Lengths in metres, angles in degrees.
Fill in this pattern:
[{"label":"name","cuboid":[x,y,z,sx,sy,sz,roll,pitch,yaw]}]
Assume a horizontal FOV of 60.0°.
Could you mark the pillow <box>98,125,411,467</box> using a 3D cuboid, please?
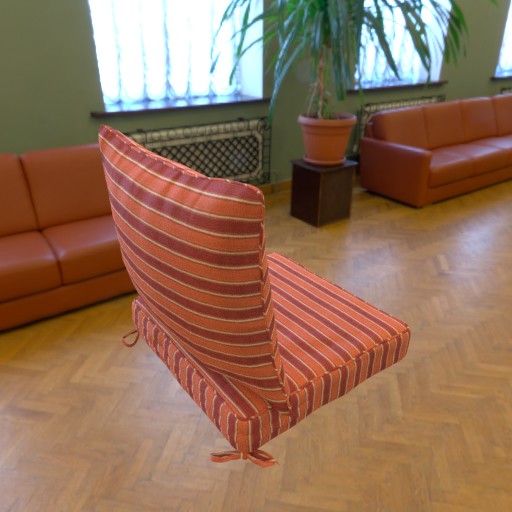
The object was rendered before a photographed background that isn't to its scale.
[{"label":"pillow","cuboid":[0.000,0.000,1.328,0.733,0.723,0.799,-18,32,-32]}]
